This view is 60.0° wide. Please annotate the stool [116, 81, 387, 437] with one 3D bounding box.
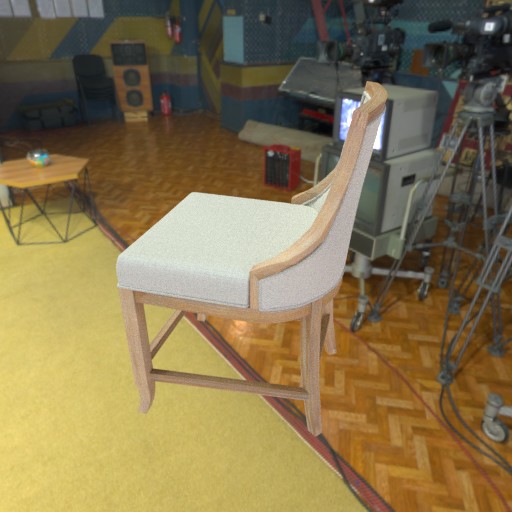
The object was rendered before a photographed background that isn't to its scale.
[{"bbox_3d":[0.000,0.000,1.312,0.626,0.938,0.524,8,30,14],"label":"stool"}]
